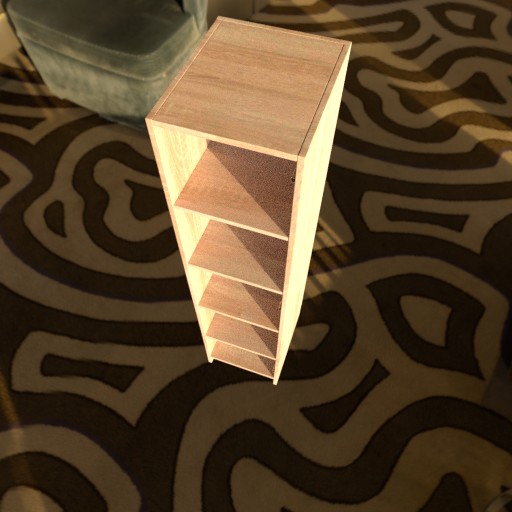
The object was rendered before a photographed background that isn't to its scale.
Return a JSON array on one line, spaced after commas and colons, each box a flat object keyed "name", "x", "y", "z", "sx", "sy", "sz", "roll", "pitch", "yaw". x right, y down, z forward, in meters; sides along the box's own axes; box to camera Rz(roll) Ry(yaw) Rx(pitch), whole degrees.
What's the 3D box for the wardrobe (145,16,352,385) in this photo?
[{"name": "wardrobe", "x": 0.000, "y": 0.000, "z": 2.310, "sx": 0.496, "sy": 2.117, "sz": 0.588, "roll": 16, "pitch": 59, "yaw": 10}]
